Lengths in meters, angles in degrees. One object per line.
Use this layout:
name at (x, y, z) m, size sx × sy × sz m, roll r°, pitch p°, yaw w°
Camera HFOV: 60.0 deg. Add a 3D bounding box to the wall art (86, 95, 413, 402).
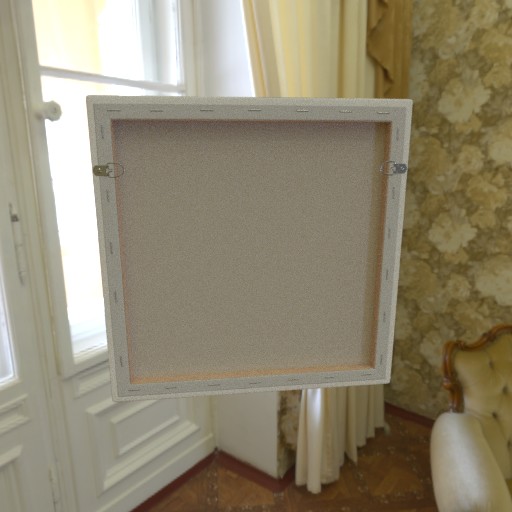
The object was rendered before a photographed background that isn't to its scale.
wall art at (0.000, 0.000, 1.351) m, size 0.912 × 0.914 × 0.039 m, roll -2°, pitch 14°, yaw -7°
